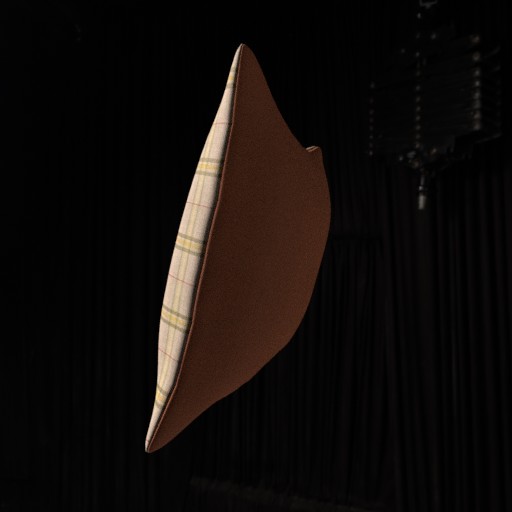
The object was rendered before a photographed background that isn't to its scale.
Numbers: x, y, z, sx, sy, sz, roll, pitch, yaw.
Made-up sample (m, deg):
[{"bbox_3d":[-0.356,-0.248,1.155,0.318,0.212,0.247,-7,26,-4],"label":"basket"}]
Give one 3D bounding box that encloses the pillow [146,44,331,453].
[{"bbox_3d":[0.000,0.000,0.678,0.200,0.430,0.453,0,0,18],"label":"pillow"}]
